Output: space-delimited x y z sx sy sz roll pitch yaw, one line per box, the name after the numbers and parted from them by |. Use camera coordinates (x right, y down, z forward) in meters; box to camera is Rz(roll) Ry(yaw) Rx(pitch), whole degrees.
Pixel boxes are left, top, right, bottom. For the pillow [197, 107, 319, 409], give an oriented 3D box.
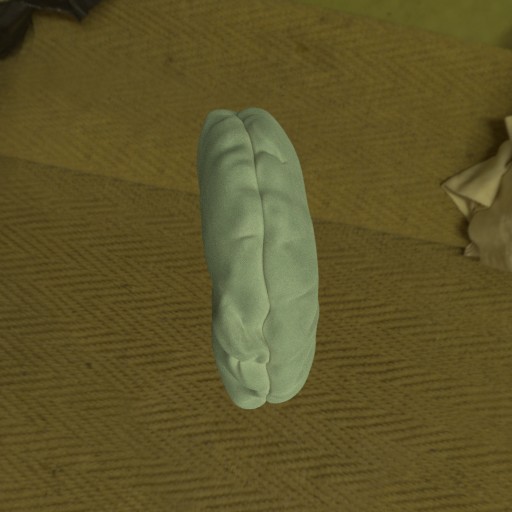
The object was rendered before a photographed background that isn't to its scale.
0.000 0.000 0.656 0.148 0.407 0.428 -5 75 -1 | pillow
